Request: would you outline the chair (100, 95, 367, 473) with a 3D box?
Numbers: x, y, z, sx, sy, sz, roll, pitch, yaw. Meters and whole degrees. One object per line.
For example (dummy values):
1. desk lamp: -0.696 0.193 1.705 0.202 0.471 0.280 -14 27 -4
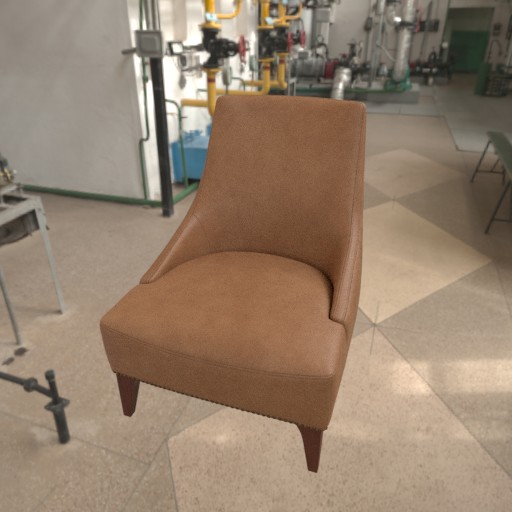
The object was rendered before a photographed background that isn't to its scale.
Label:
1. chair: 0.000 0.000 1.478 0.701 0.909 0.861 9 29 17
